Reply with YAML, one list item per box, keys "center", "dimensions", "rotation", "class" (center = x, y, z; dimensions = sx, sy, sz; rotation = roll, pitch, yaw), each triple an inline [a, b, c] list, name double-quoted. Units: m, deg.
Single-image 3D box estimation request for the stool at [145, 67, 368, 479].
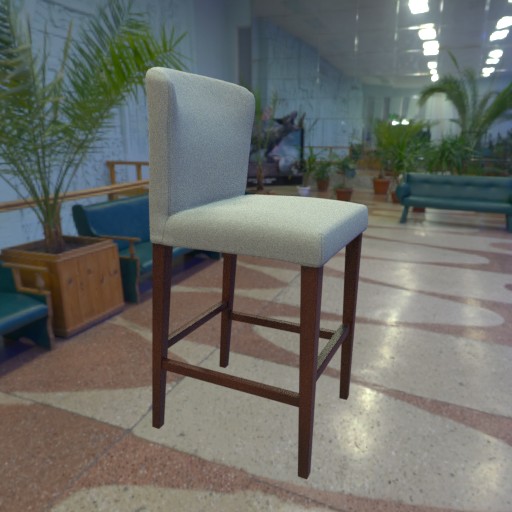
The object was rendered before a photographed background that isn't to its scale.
- center: [0.000, 0.000, 1.334]
  dimensions: [0.568, 1.069, 0.479]
  rotation: [7, 17, 25]
  class: "stool"
